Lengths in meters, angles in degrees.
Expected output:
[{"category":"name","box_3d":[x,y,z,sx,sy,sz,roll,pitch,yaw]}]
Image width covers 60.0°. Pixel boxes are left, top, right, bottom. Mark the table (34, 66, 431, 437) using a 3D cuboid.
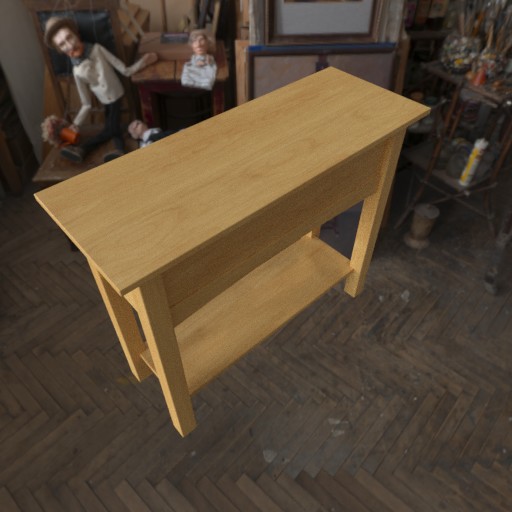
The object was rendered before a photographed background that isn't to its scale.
[{"category":"table","box_3d":[0.000,0.000,1.275,0.900,0.728,0.340,-33,54,-28]}]
